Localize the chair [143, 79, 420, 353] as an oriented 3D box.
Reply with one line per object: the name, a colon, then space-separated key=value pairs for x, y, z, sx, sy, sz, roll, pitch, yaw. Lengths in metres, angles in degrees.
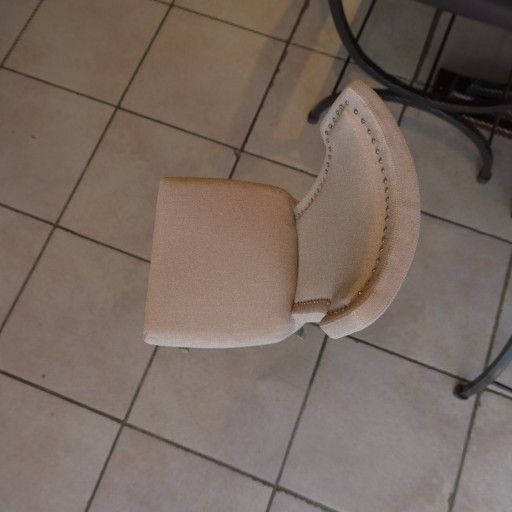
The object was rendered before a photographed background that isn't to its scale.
chair: x=0.000 y=0.000 z=1.285 sx=0.630 sy=0.950 sz=0.526 roll=2 pitch=74 yaw=1
